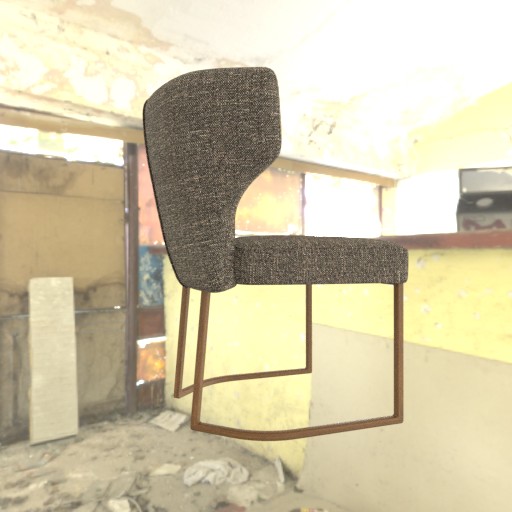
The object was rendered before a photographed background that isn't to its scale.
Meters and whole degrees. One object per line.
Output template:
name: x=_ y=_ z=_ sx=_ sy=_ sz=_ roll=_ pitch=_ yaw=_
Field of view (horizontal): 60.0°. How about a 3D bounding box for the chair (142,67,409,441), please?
chair: x=0.000 y=0.000 z=1.235 sx=0.617 sy=0.824 sz=0.611 roll=0 pitch=0 yaw=-19
